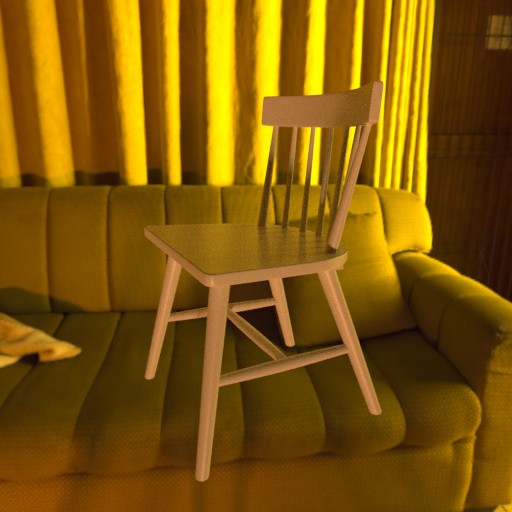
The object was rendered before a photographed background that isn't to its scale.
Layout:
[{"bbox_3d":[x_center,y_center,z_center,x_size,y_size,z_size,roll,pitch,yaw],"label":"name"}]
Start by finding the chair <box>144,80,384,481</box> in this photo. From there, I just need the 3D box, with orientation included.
[{"bbox_3d":[0.000,0.000,1.102,0.500,0.787,0.483,-8,17,-26],"label":"chair"}]
